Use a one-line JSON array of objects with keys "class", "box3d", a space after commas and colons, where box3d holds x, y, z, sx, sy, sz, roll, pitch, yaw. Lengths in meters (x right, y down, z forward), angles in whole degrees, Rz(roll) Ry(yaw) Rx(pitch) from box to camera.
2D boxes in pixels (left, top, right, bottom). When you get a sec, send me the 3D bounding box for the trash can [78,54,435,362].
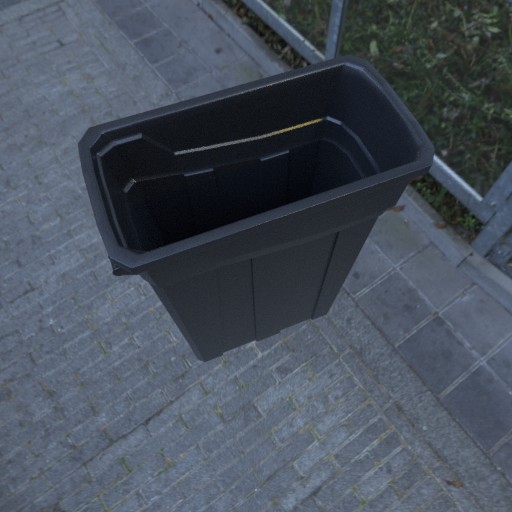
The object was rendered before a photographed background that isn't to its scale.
[{"class": "trash can", "box3d": [0.000, 0.000, 1.051, 0.559, 0.762, 0.281, -20, 64, -10]}]
